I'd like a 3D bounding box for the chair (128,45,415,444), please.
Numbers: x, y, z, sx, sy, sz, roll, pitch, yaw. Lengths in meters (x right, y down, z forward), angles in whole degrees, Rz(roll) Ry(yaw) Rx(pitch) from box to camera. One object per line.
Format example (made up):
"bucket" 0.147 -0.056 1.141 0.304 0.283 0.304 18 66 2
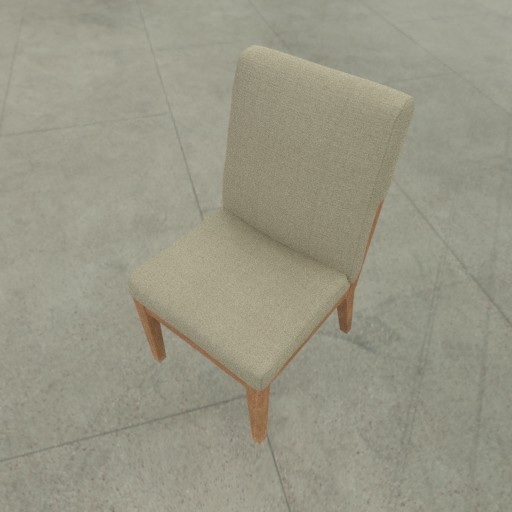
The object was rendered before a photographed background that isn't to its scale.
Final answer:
"chair" 0.000 0.000 1.271 0.507 0.911 0.586 30 54 25
